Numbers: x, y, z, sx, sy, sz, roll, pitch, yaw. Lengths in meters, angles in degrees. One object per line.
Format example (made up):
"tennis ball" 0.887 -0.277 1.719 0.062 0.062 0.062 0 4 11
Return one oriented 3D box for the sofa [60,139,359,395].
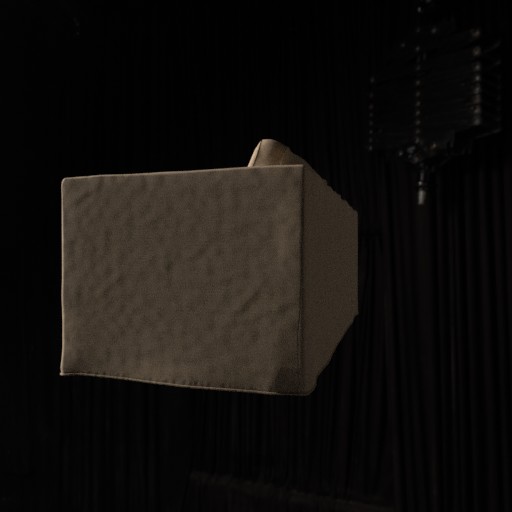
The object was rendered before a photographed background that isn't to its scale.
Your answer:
"sofa" 0.000 0.000 2.420 0.956 0.847 1.987 0 1 18
